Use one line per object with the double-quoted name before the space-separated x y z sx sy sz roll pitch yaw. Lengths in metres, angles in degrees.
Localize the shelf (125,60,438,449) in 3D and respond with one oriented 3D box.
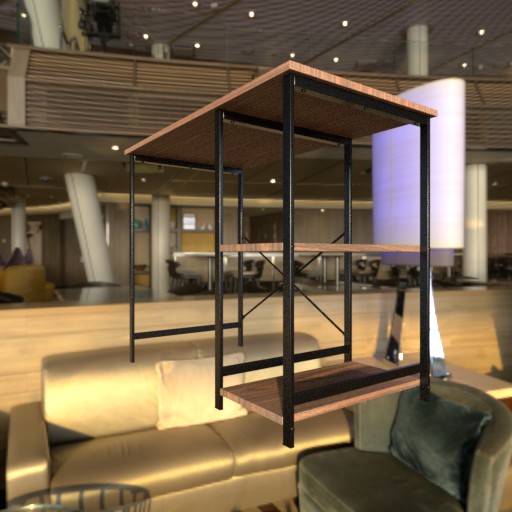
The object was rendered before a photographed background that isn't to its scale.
"shelf" 0.000 0.000 1.357 0.498 0.750 0.902 0 0 -36
